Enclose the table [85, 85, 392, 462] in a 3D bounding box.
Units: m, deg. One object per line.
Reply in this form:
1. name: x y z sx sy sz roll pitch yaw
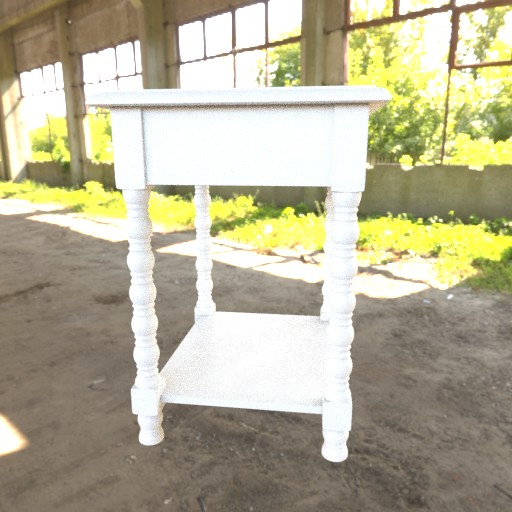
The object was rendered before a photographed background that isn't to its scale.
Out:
1. table: 0.000 0.000 0.820 0.381 0.531 0.460 2 13 7
